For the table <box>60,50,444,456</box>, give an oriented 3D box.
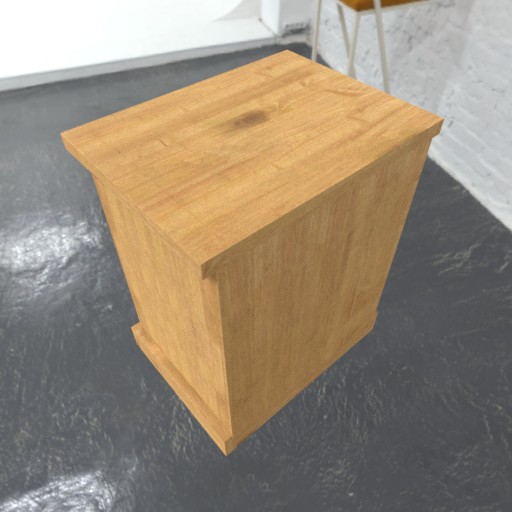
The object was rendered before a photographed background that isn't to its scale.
[{"bbox_3d":[0.000,0.000,1.245,0.660,0.813,0.500,-32,54,-27],"label":"table"}]
